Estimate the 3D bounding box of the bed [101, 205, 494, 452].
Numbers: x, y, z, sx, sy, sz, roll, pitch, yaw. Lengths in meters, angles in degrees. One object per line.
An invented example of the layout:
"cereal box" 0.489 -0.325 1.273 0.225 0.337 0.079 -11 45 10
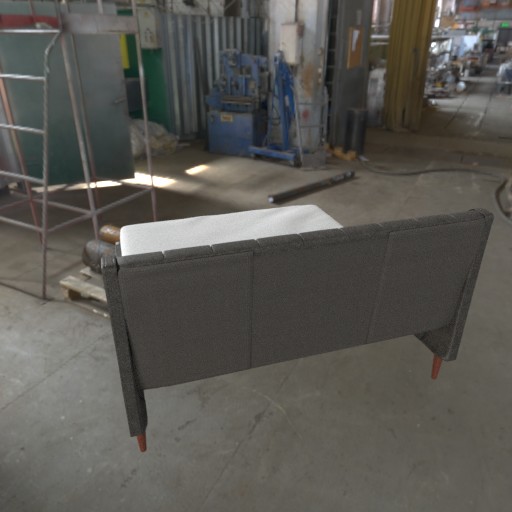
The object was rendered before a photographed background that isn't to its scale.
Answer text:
"bed" 0.000 0.000 3.087 1.903 1.158 2.031 -8 28 -16
